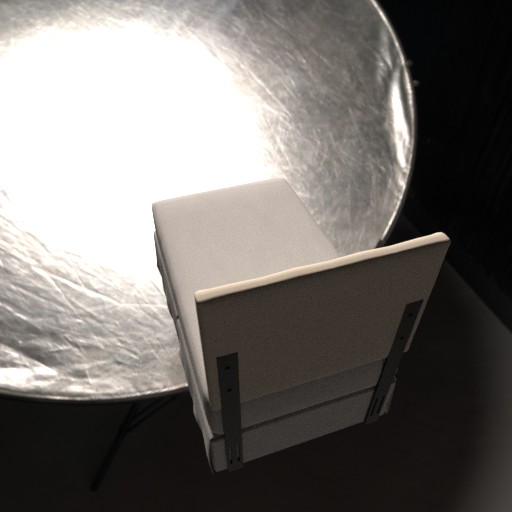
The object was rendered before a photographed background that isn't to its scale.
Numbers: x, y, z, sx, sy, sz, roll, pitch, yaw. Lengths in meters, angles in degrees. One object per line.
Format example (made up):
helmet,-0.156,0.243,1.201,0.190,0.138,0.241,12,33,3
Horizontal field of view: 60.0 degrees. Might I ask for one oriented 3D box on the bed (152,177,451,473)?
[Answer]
bed,0.000,0.000,2.992,1.261,1.571,1.997,-13,44,-14
